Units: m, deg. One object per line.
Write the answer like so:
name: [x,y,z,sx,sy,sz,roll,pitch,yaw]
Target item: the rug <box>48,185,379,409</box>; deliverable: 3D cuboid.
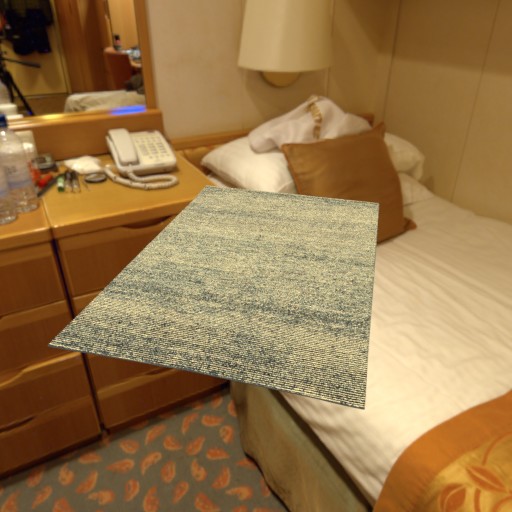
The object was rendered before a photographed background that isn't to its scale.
rug: [0.000,0.000,3.104,1.624,0.030,2.349,8,31,13]
